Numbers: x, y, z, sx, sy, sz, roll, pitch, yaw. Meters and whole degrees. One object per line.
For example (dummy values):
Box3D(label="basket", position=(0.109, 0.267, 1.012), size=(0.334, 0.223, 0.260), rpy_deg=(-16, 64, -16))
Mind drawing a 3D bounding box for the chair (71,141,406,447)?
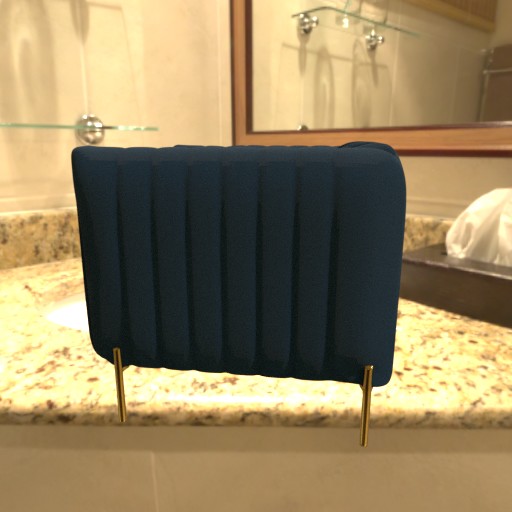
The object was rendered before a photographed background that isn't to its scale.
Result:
Box3D(label="chair", position=(0.000, 0.000, 1.582), size=(0.877, 0.793, 0.947), rpy_deg=(2, 14, 9))
